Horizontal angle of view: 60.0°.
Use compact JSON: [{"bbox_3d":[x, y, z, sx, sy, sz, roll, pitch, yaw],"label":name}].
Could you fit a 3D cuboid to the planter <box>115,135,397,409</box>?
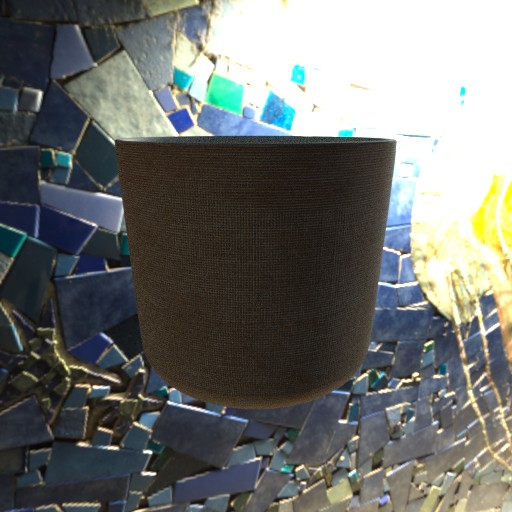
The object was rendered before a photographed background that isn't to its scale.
[{"bbox_3d":[0.000,0.000,0.776,0.440,0.398,0.440,0,16,0],"label":"planter"}]
